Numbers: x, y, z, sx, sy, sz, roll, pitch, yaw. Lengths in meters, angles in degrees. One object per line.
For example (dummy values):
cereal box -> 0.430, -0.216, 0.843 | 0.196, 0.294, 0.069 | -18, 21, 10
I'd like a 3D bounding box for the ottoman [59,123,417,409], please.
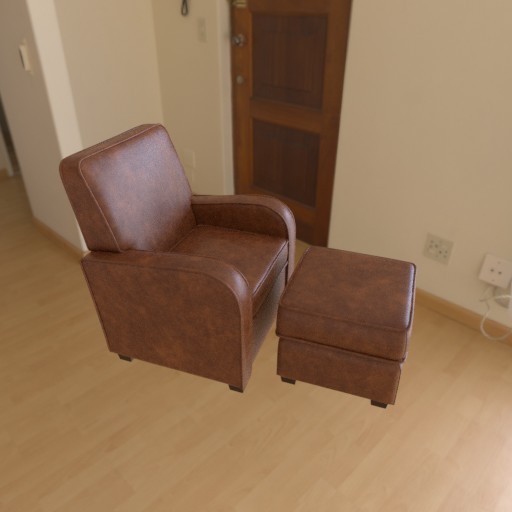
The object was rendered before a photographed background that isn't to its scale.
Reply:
ottoman -> 0.000, 0.000, 1.872 | 1.314, 0.904, 0.732 | 10, 32, 17
